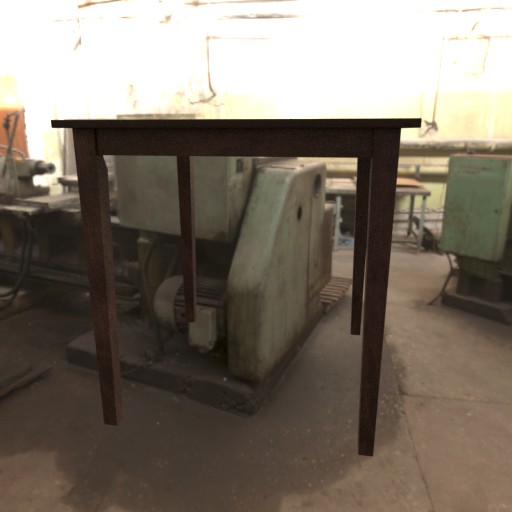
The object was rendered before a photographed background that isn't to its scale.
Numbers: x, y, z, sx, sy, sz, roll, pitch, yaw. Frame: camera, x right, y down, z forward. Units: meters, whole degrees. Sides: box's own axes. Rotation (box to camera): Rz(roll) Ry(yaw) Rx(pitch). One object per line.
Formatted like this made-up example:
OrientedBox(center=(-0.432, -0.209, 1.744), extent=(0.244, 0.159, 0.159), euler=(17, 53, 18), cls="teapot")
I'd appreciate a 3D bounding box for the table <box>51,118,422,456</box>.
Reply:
OrientedBox(center=(0.000, 0.000, 1.332), extent=(0.749, 0.770, 0.749), euler=(3, 16, 10), cls="table")
